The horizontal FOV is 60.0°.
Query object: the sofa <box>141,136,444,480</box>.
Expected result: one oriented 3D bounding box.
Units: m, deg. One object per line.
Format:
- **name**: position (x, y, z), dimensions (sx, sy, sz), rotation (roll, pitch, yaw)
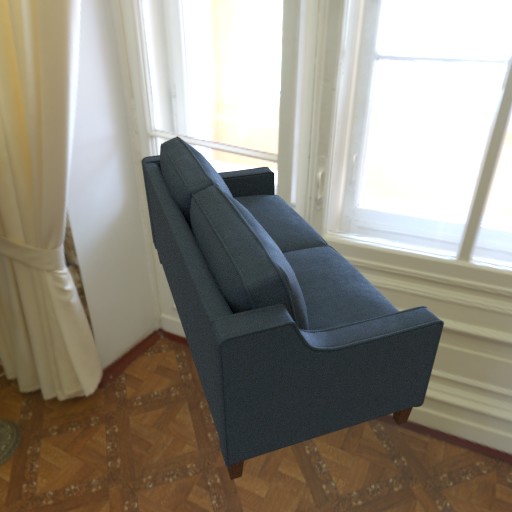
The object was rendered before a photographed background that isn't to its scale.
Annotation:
- **sofa**: position (0.000, 0.000, 2.785), dimensions (1.066, 1.071, 2.178), rotation (-10, 32, -17)
